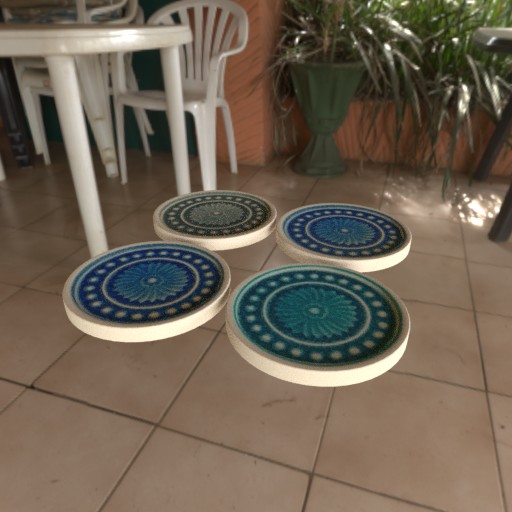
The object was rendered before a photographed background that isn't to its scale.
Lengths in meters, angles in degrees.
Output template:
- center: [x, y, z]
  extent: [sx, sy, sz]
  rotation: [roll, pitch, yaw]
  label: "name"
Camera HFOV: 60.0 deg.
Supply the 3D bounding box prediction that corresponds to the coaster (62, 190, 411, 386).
- center: [0.000, 0.000, 0.330]
  extent: [0.220, 0.010, 0.224]
  rotation: [9, 30, 15]
  label: "coaster"
